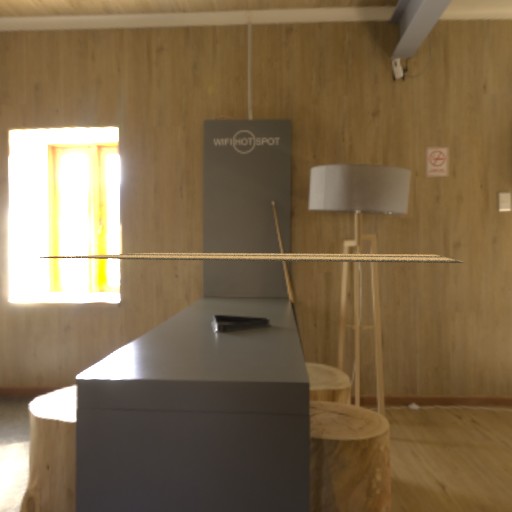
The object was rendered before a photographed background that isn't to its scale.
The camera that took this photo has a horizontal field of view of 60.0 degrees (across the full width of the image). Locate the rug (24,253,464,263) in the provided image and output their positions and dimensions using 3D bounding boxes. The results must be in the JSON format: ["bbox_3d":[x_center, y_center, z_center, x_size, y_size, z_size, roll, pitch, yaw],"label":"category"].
[{"bbox_3d":[0.000,0.000,2.336,1.854,0.006,1.234,0,1,18],"label":"rug"}]
